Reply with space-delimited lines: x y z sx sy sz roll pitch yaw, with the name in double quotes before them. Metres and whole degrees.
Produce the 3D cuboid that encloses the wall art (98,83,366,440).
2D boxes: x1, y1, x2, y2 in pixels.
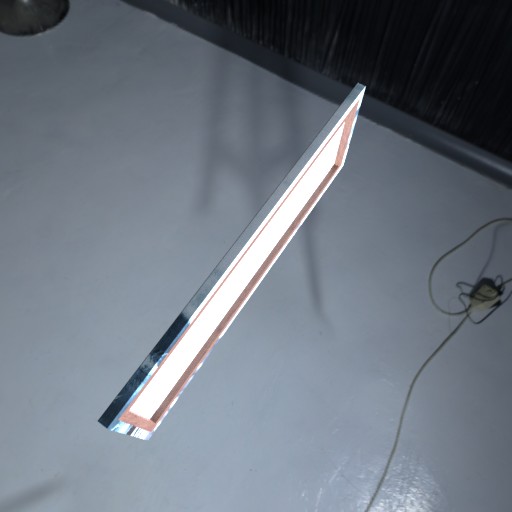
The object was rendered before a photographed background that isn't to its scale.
"wall art" 0.000 0.000 1.715 0.037 0.509 1.524 31 68 14
